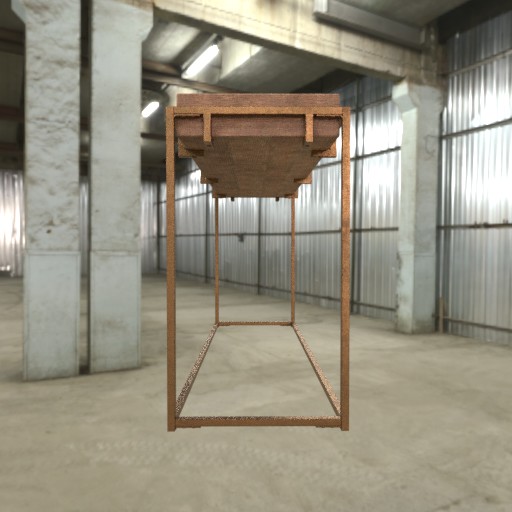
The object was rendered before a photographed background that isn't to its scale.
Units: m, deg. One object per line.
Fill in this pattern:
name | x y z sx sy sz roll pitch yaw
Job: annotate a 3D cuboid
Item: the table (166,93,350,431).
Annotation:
table | 0.000 0.000 1.765 0.440 0.820 1.400 0 1 0
